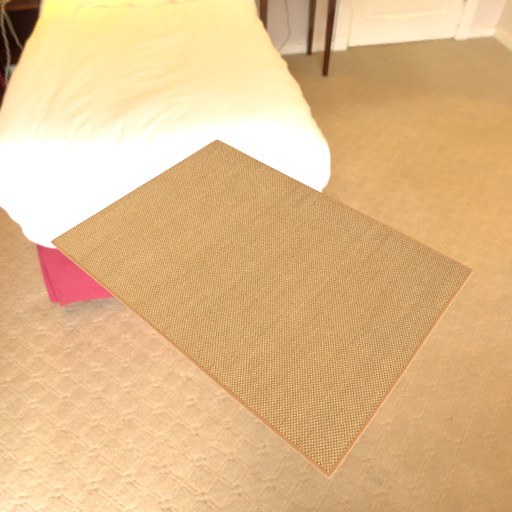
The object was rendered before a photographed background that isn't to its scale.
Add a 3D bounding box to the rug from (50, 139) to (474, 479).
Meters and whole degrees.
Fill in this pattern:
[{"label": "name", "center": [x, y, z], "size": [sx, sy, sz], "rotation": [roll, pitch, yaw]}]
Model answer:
[{"label": "rug", "center": [0.000, 0.000, 2.719], "size": [2.134, 0.013, 1.524], "rotation": [33, 56, 26]}]
